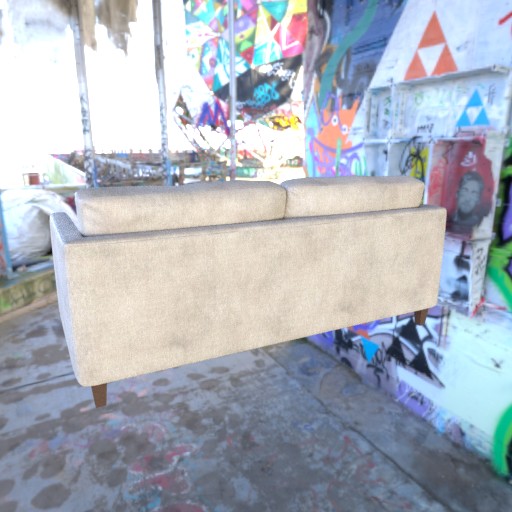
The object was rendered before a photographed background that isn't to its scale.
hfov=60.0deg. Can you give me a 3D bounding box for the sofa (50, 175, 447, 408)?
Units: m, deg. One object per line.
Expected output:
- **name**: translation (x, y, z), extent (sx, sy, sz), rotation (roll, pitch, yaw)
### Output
- **sofa**: translation (0.000, 0.000, 2.691), extent (2.208, 0.965, 0.951), rotation (-7, 16, -27)
